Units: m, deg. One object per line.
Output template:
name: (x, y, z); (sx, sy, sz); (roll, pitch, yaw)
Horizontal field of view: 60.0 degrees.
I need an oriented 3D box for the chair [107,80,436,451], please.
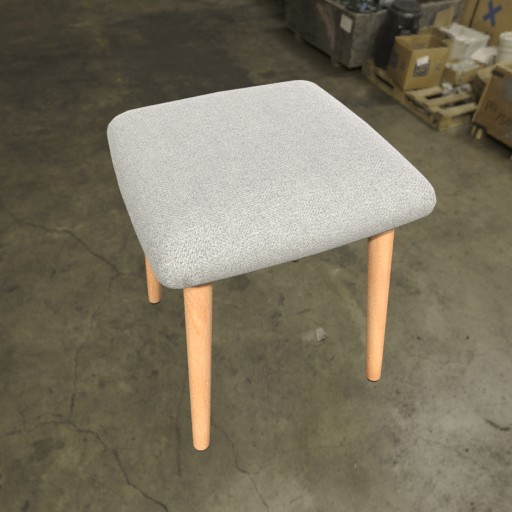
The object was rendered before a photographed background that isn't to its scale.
chair: (0.000, 0.000, 0.700); (0.350, 0.440, 0.350); (-16, 47, -16)
